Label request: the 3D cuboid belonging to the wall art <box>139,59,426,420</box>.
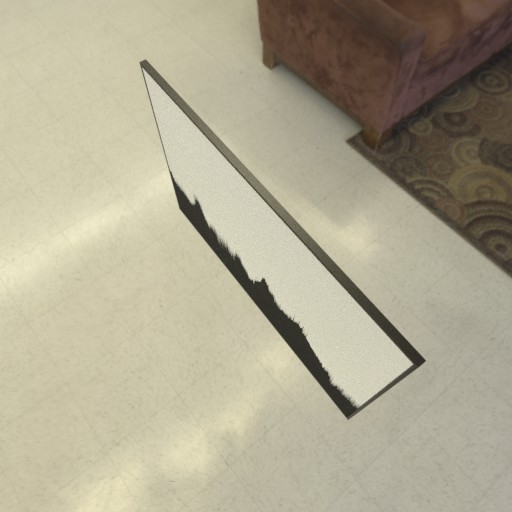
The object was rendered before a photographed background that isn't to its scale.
[{"bbox_3d":[0.000,0.000,1.233,0.019,0.660,0.957,-33,67,-16],"label":"wall art"}]
